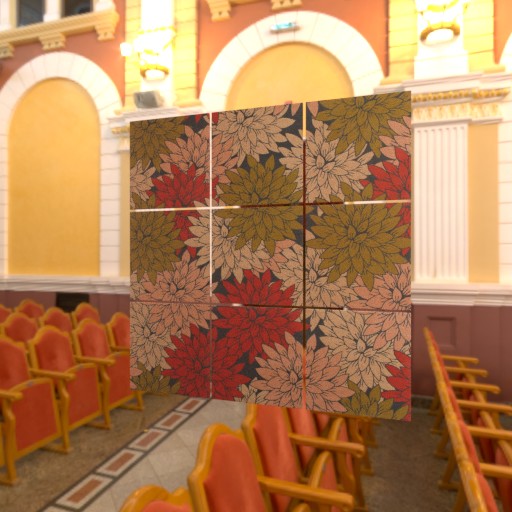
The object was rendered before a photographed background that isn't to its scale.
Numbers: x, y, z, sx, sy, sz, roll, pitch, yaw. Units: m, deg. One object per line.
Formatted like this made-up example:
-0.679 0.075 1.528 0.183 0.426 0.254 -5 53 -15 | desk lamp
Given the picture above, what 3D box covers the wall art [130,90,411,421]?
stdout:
0.000 0.000 2.302 1.519 1.534 0.013 0 0 19 | wall art
